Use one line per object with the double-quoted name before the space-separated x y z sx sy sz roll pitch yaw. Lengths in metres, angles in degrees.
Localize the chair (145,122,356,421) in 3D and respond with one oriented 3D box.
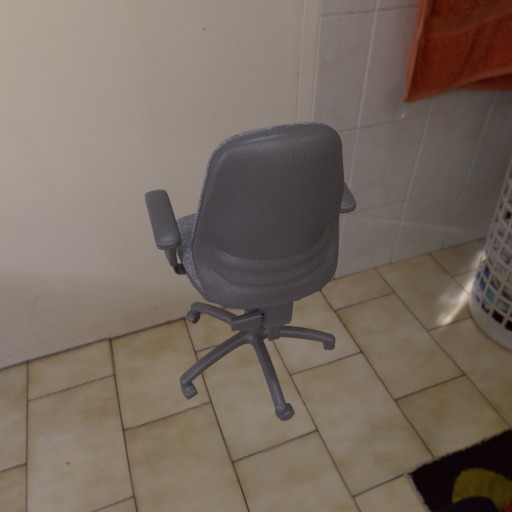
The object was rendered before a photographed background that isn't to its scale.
"chair" 0.000 0.000 1.238 0.550 0.910 0.530 -12 43 -14
